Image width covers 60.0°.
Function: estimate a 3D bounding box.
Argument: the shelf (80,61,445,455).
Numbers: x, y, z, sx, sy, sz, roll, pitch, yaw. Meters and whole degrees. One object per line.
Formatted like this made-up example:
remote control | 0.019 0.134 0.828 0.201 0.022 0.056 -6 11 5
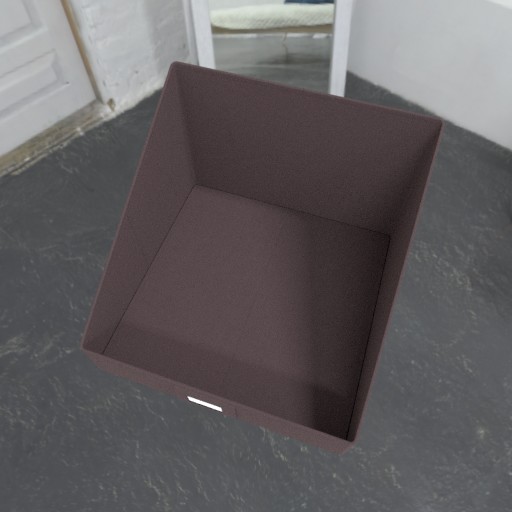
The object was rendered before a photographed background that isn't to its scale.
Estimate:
shelf | 0.000 0.000 0.471 0.292 0.210 0.292 16 59 10
